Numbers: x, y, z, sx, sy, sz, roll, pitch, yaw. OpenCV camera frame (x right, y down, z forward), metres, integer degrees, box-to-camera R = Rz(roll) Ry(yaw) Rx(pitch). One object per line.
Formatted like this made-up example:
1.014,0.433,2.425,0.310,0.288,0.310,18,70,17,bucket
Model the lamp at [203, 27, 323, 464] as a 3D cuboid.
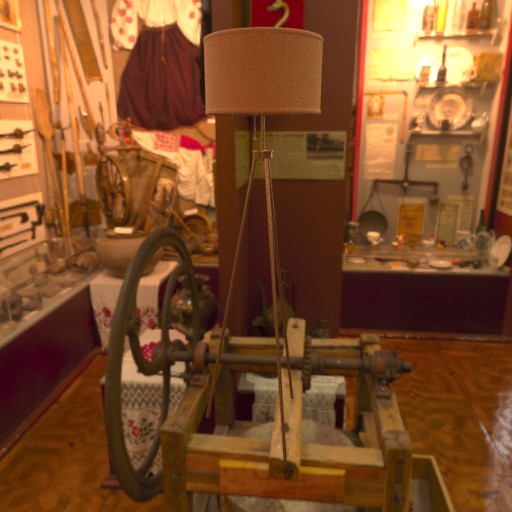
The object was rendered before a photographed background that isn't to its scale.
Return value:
0.000,0.000,1.739,0.460,1.545,0.449,2,16,8,lamp
